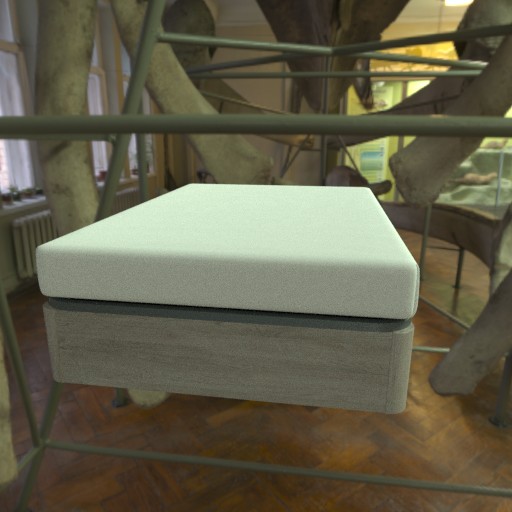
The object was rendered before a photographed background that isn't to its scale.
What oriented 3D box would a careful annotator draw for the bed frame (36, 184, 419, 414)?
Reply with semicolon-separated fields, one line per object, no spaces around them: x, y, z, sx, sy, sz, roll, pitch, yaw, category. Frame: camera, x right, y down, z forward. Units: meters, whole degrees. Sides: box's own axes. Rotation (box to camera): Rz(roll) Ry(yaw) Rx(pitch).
0.000;0.000;2.490;1.400;0.561;1.900;3;17;9;bed frame
